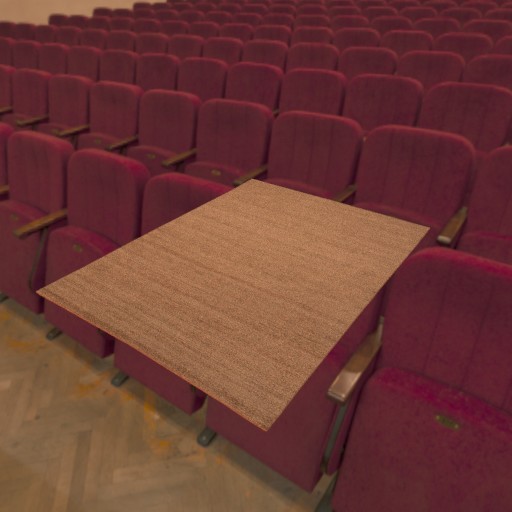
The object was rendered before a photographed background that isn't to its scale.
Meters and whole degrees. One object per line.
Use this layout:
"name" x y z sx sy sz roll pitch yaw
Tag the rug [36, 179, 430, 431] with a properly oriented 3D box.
"rug" 0.000 0.000 5.148 2.873 0.053 3.778 21 37 30
